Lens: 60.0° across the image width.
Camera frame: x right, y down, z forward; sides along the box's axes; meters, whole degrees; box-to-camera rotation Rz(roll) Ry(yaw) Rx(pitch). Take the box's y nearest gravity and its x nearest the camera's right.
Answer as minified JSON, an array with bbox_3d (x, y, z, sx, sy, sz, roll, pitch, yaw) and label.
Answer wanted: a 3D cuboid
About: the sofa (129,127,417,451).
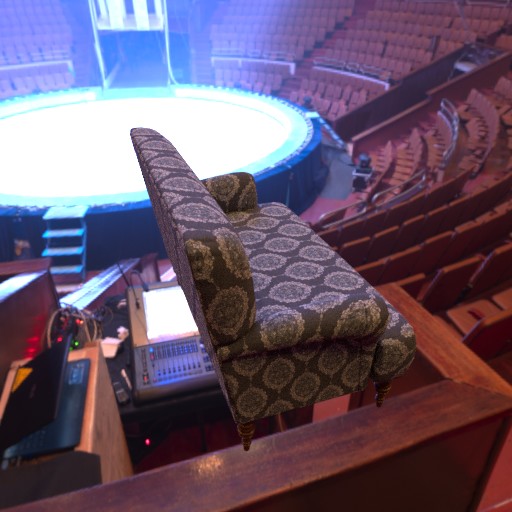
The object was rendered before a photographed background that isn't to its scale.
[{"bbox_3d":[0.000,0.000,1.828,0.779,0.867,1.297,-11,32,-18],"label":"sofa"}]
